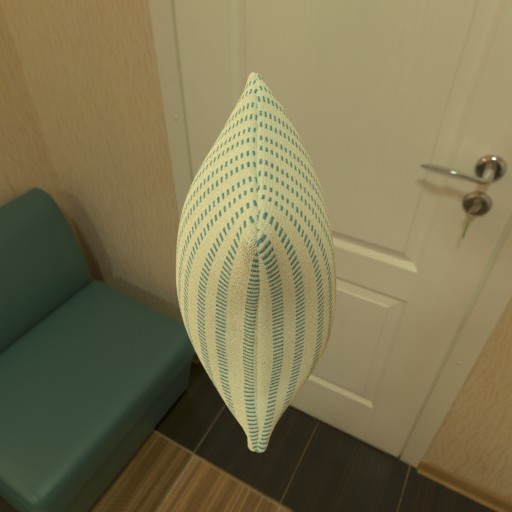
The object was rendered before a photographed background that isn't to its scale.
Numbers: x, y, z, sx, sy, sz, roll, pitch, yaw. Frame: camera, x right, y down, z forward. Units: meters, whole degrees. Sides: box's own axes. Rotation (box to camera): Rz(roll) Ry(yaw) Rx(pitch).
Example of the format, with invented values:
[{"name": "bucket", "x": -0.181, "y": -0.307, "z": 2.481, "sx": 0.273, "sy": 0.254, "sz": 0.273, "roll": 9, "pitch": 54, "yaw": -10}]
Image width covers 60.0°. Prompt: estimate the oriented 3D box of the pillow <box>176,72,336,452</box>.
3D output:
[{"name": "pillow", "x": 0.000, "y": 0.000, "z": 0.692, "sx": 0.247, "sy": 0.419, "sz": 0.438, "roll": 0, "pitch": 41, "yaw": 0}]
